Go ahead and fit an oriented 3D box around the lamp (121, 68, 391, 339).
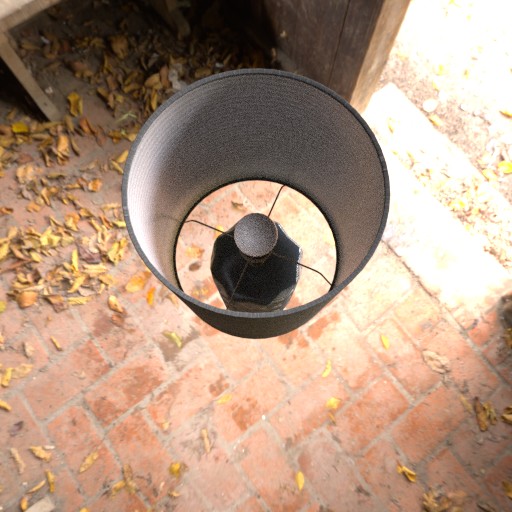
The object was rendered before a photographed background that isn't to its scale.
[{"bbox_3d":[0.000,0.000,0.717,0.268,0.566,0.269,23,76,6],"label":"lamp"}]
